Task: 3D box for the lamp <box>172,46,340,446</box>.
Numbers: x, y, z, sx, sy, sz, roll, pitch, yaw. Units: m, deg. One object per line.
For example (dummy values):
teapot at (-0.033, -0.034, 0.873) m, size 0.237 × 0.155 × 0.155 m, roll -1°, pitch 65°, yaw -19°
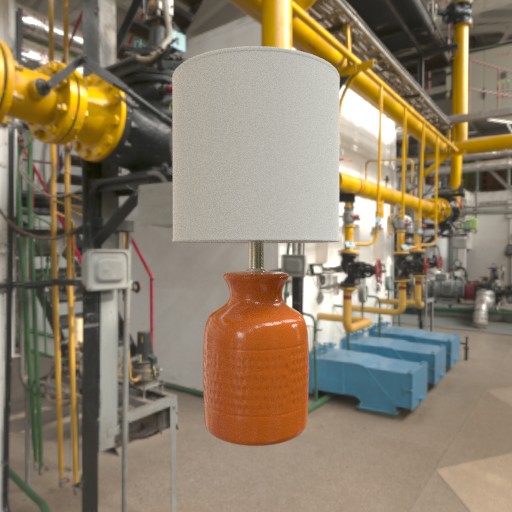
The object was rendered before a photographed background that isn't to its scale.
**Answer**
lamp at (0.000, 0.000, 1.129) m, size 0.418 × 0.871 × 0.418 m, roll 1°, pitch 1°, yaw 36°
